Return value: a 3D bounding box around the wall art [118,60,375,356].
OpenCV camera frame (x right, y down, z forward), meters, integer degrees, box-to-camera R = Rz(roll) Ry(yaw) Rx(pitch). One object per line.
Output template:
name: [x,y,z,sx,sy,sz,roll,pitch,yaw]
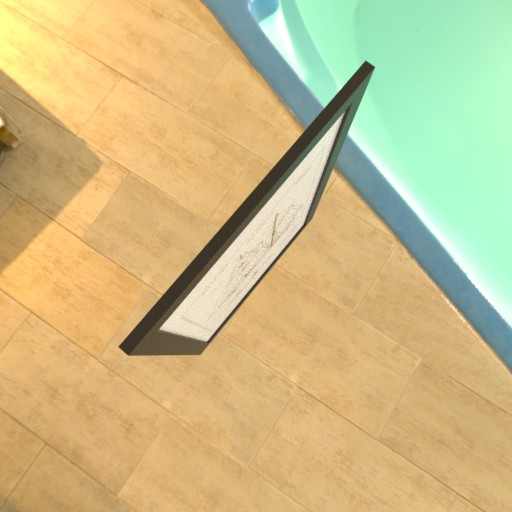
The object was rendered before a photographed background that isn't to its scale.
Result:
wall art: [0.000,0.000,0.693,0.013,0.534,0.381,38,80,8]
